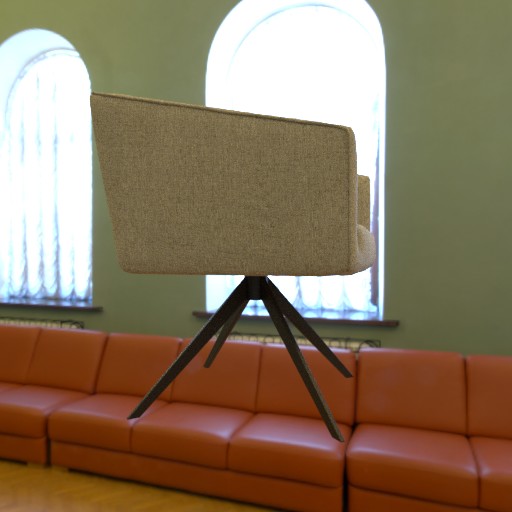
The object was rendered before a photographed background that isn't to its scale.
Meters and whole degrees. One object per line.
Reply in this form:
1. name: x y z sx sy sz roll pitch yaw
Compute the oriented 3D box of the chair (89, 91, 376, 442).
1. chair: 0.000 0.000 1.213 0.623 0.760 0.628 0 0 17
